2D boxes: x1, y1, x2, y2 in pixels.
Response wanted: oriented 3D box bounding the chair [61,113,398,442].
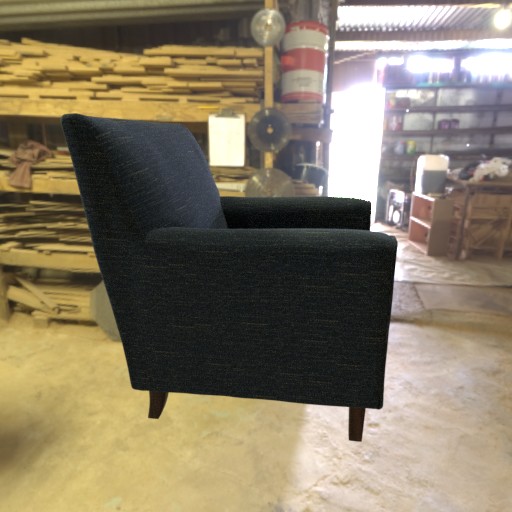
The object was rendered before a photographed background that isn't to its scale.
[{"bbox_3d":[0.000,0.000,1.569,0.873,0.928,0.864,2,15,8],"label":"chair"}]
